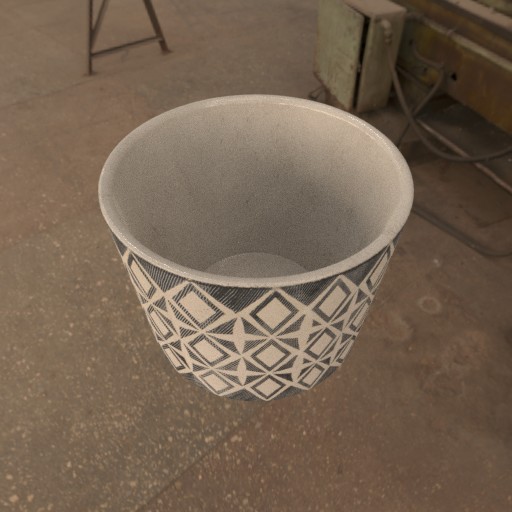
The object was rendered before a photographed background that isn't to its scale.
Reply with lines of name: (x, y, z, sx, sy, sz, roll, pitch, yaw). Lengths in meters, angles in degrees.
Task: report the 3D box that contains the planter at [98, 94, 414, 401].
planter: (0.000, 0.000, 0.455, 0.260, 0.220, 0.260, 0, 47, 0)
